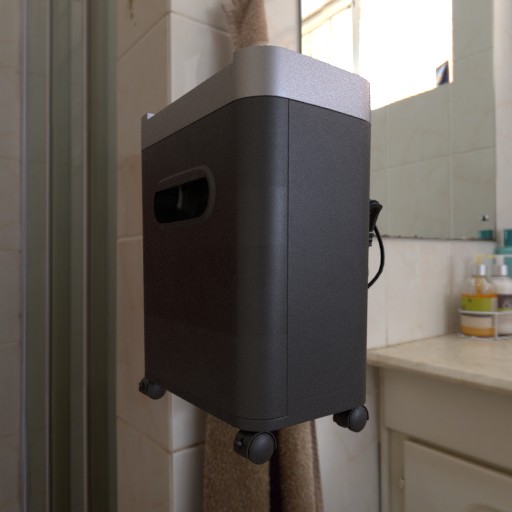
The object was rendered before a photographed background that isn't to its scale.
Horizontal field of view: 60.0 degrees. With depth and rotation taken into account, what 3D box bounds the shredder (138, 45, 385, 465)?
[{"bbox_3d":[0.000,0.000,0.613,0.237,0.419,0.311,1,-1,-36],"label":"shredder"}]
